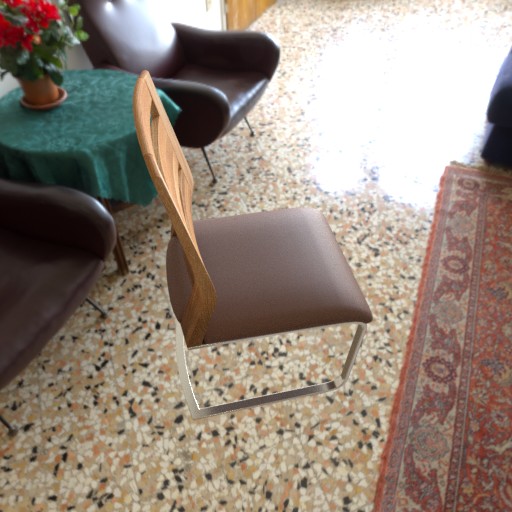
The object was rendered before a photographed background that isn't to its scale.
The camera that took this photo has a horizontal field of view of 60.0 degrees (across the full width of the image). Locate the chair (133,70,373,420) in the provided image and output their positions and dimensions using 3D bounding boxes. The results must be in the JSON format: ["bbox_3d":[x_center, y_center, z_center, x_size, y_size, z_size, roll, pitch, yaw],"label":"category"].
[{"bbox_3d":[0.000,0.000,1.259,0.570,0.970,0.460,-9,48,-8],"label":"chair"}]
